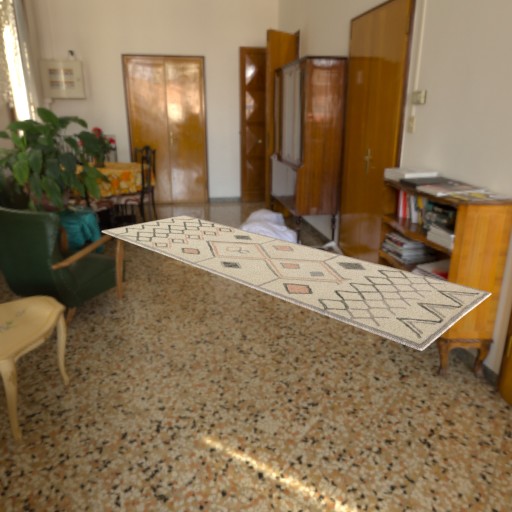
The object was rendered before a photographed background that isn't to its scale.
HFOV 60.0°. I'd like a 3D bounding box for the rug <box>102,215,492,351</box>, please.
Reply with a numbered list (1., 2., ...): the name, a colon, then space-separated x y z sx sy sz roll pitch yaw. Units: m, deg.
1. rug: 0.000 0.000 2.683 2.435 0.011 0.750 17 24 42
